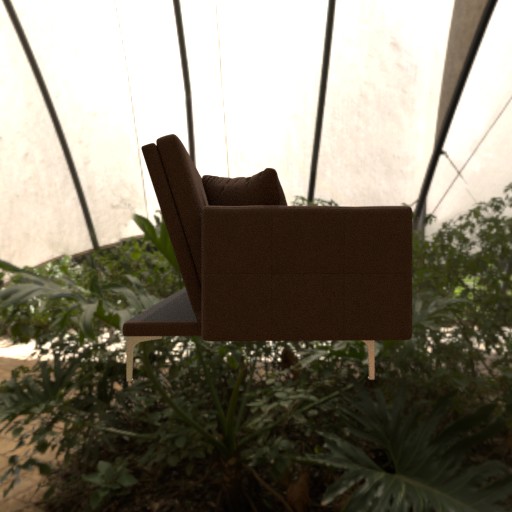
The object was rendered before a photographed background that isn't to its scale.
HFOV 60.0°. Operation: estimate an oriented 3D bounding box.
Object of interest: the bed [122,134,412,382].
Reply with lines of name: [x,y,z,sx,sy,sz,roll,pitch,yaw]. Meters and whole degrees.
bed: [0.000,0.000,2.251,0.889,0.787,1.905,0,0,-2]
